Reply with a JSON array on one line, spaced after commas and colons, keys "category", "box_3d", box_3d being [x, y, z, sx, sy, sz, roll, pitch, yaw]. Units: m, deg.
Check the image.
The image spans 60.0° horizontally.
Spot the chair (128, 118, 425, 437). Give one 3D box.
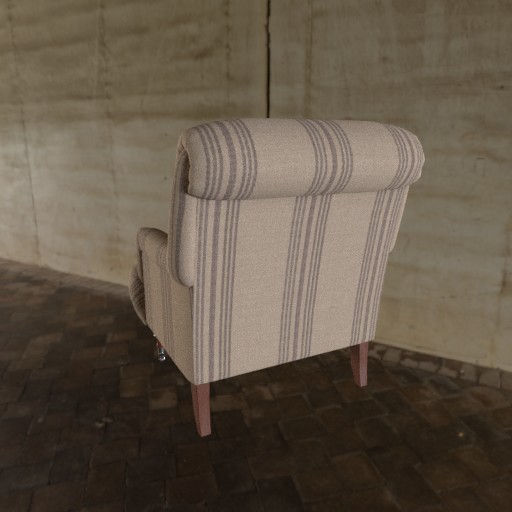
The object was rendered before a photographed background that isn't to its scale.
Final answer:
[{"category": "chair", "box_3d": [0.000, 0.000, 1.636, 0.813, 0.940, 0.914, -7, 16, -26]}]
